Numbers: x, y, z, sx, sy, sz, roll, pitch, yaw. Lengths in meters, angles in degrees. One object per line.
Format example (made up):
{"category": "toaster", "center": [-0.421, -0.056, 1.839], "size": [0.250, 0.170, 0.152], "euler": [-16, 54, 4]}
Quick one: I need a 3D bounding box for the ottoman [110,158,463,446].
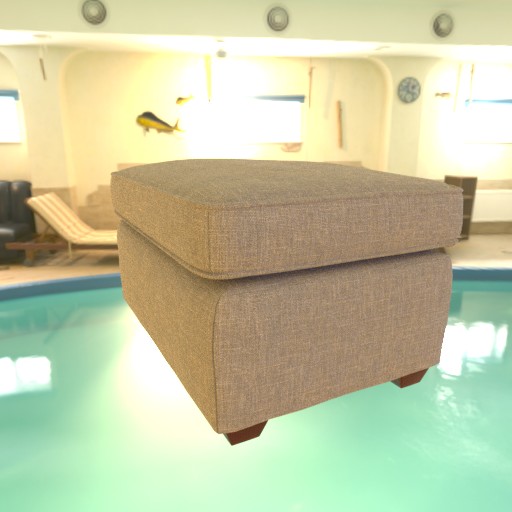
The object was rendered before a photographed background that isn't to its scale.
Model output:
{"category": "ottoman", "center": [0.000, 0.000, 1.084], "size": [0.559, 0.457, 0.762], "euler": [-8, 17, -27]}
